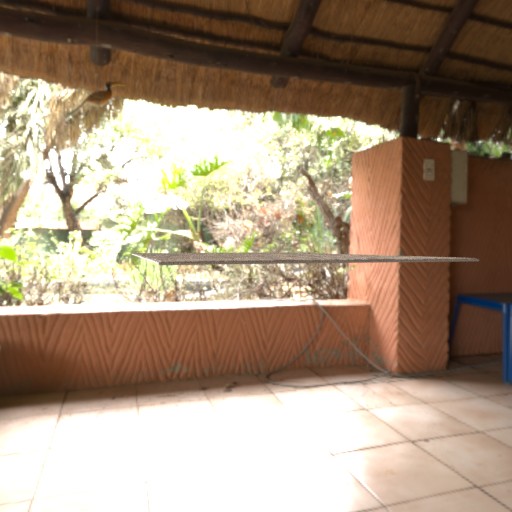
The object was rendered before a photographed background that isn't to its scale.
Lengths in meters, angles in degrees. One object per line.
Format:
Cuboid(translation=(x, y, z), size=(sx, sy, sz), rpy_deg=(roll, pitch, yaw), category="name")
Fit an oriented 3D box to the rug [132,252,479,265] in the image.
Cuboid(translation=(0.000, 0.000, 2.373), size=(1.206, 0.012, 1.824), rpy_deg=(0, 1, -18), category="rug")
